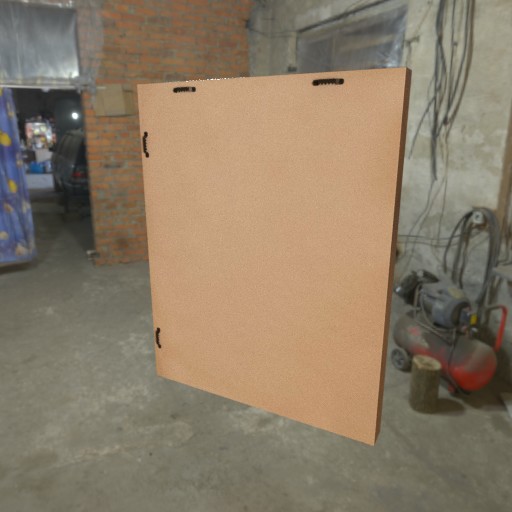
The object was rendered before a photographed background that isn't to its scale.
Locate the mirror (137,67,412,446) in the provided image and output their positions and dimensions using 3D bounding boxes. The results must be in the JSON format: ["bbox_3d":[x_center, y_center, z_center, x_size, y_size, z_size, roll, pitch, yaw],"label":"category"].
[{"bbox_3d":[0.000,0.000,0.678,0.406,0.509,0.041,8,18,27],"label":"mirror"}]
